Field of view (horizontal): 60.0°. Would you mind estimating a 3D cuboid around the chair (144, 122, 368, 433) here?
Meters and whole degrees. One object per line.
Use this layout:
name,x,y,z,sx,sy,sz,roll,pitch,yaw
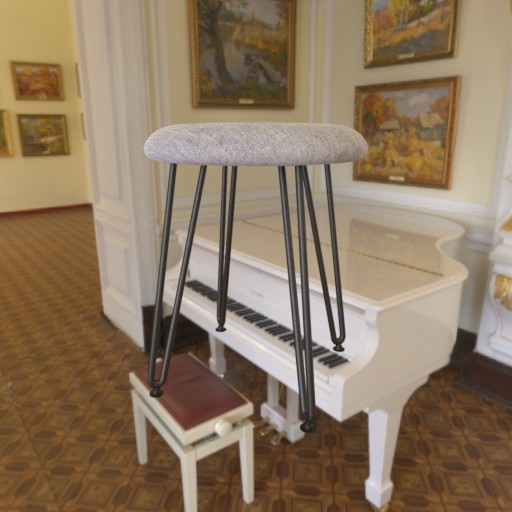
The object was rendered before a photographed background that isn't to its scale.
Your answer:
chair,0.000,0.000,0.671,0.350,0.386,0.350,-7,18,-24
